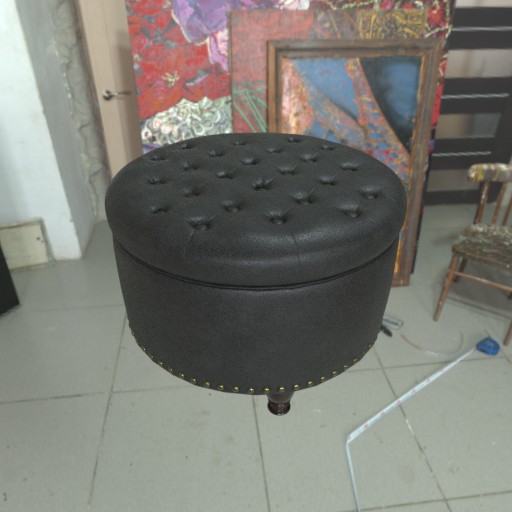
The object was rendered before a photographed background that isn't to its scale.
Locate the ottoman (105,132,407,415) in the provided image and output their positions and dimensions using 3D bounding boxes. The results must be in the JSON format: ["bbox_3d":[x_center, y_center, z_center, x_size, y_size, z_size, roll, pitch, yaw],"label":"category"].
[{"bbox_3d":[0.000,0.000,1.066,0.637,0.442,0.637,0,32,0],"label":"ottoman"}]
